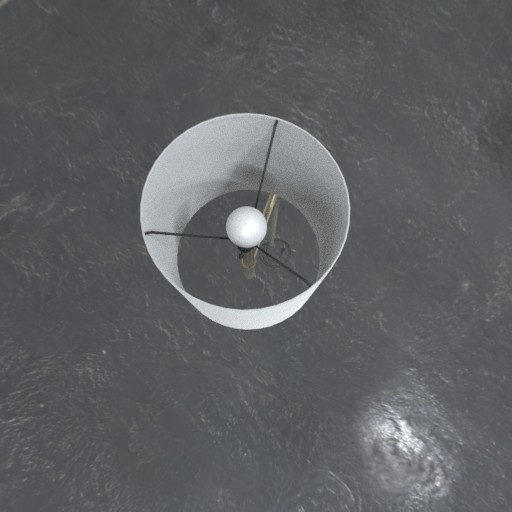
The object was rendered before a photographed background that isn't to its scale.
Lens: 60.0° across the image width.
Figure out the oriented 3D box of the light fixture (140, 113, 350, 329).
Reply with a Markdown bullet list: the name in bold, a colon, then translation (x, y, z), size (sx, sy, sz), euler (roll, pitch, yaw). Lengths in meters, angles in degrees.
- **light fixture**: translation (0.000, 0.000, 0.689), size (0.188, 0.589, 0.248), euler (18, 77, 5)
